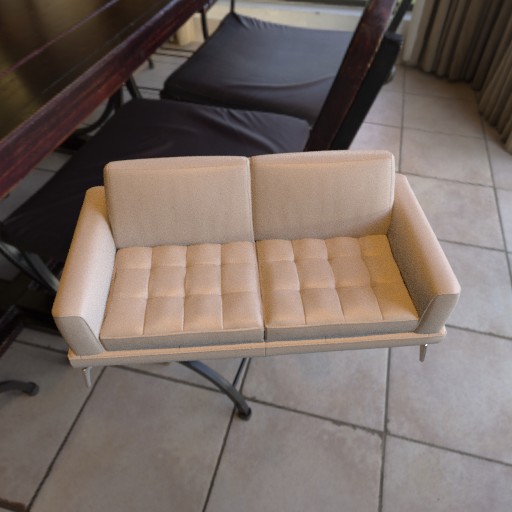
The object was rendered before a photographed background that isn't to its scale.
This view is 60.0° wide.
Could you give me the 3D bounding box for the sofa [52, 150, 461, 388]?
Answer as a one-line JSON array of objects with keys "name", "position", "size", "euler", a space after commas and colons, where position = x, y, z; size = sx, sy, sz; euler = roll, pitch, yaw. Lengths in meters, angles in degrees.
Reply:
[{"name": "sofa", "position": [0.000, 0.000, 2.716], "size": [2.177, 0.930, 1.121], "euler": [-3, 47, -3]}]
